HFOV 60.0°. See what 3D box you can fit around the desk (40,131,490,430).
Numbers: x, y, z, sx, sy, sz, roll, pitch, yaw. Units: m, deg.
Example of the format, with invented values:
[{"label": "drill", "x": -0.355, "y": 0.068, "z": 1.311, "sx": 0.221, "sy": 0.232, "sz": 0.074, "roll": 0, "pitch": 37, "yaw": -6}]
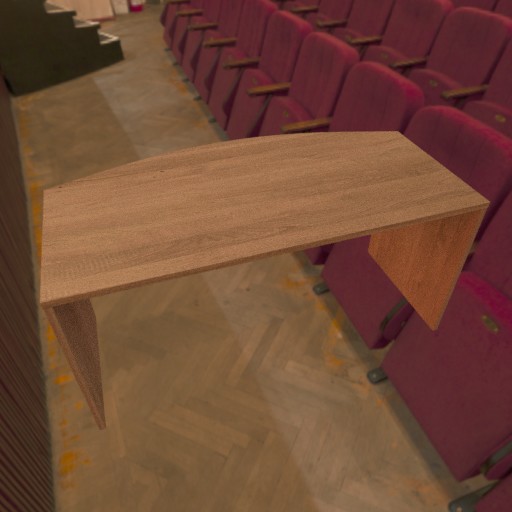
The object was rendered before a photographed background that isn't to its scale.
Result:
[{"label": "desk", "x": 0.000, "y": 0.000, "z": 2.014, "sx": 1.600, "sy": 0.752, "sz": 0.802, "roll": -13, "pitch": 43, "yaw": -14}]
